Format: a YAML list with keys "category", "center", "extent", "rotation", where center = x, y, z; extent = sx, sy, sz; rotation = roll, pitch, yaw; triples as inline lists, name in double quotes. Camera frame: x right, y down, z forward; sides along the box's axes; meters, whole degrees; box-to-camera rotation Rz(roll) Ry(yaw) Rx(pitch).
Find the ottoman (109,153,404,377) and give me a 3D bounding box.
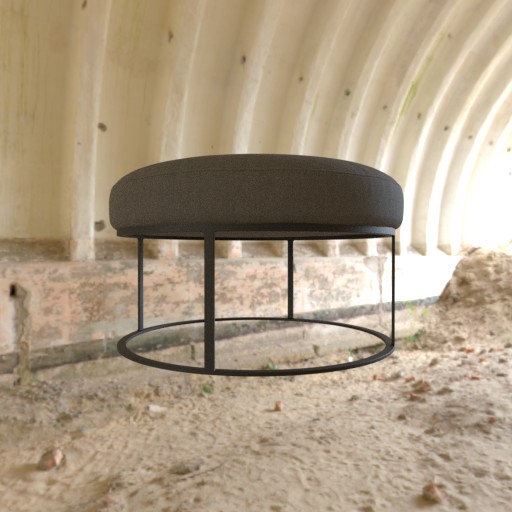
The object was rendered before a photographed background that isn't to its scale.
- category: "ottoman"
  center: [0.000, 0.000, 1.219]
  extent: [0.772, 0.460, 0.772]
  rotation: [0, 1, 0]
